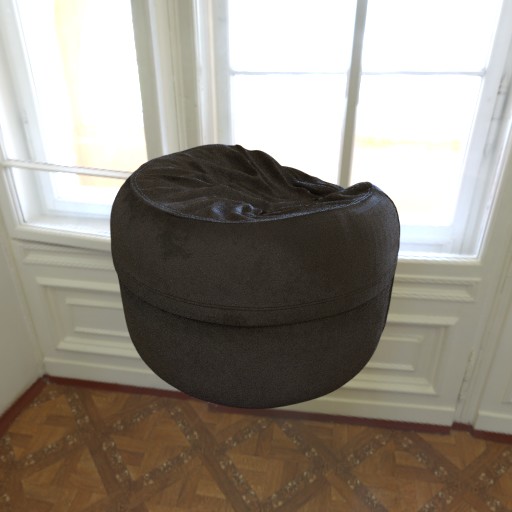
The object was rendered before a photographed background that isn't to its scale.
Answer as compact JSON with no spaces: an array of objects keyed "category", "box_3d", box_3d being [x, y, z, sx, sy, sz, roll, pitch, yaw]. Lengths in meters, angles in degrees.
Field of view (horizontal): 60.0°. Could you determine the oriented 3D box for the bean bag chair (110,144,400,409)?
[{"category":"bean bag chair","box_3d":[0.000,0.000,1.493,0.918,0.605,0.918,0,29,0]}]
